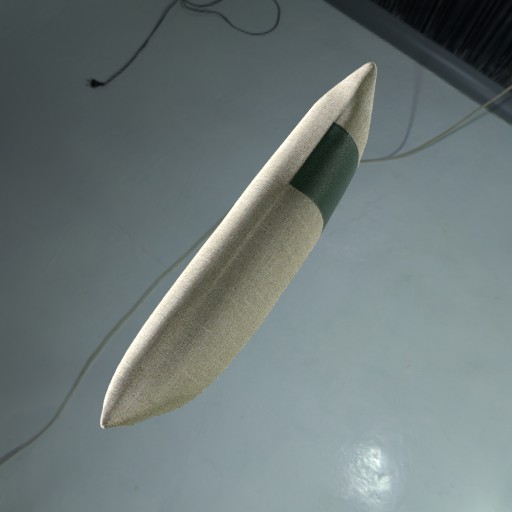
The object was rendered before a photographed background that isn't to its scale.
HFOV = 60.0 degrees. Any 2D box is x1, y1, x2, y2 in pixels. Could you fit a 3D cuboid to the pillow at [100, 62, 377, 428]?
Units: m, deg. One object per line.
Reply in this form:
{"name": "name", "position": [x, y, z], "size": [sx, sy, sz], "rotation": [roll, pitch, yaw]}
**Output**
{"name": "pillow", "position": [0.000, 0.000, 1.017], "size": [0.197, 0.429, 0.859], "rotation": [34, 77, 9]}
